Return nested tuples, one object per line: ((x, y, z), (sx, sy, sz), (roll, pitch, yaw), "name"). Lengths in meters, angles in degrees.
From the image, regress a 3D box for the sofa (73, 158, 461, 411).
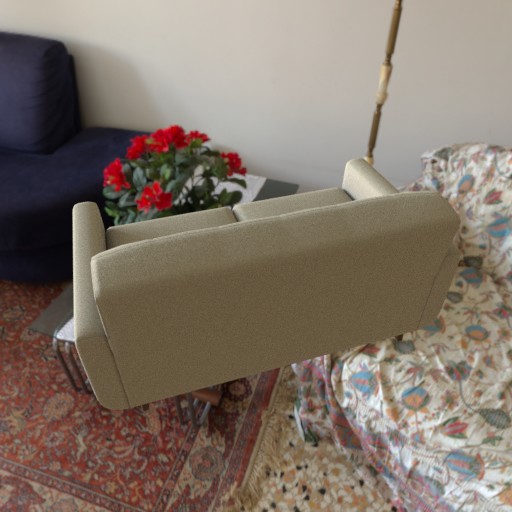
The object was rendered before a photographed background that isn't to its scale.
((0.000, 0.000, 2.188), (1.655, 0.892, 0.980), (-12, 41, -13), "sofa")
